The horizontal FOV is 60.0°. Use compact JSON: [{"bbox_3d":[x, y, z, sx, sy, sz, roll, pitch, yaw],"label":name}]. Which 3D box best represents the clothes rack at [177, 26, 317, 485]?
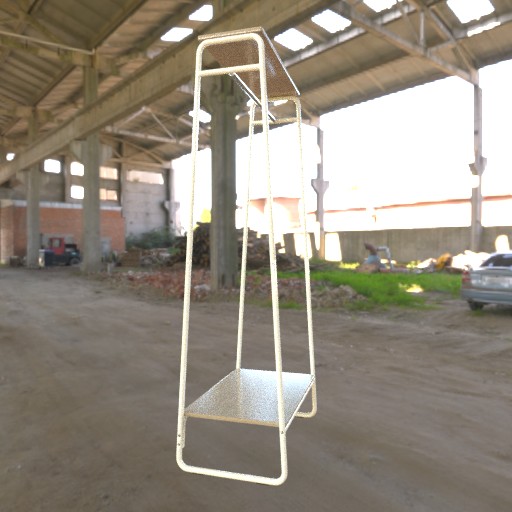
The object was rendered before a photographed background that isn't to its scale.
[{"bbox_3d":[0.000,0.000,1.798,0.400,1.512,0.640,0,1,17],"label":"clothes rack"}]
